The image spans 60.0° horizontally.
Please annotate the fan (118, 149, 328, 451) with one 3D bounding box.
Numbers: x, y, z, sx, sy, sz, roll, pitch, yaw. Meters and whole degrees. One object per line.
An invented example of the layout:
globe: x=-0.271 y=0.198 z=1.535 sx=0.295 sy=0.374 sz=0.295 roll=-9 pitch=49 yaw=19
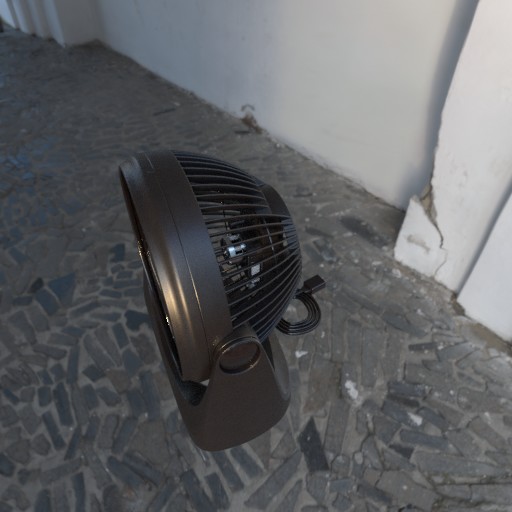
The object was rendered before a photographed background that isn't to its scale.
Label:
fan: x=0.000 y=0.000 z=0.499 sx=0.256 sy=0.277 sz=0.273 roll=-17 pitch=47 yaw=-16
